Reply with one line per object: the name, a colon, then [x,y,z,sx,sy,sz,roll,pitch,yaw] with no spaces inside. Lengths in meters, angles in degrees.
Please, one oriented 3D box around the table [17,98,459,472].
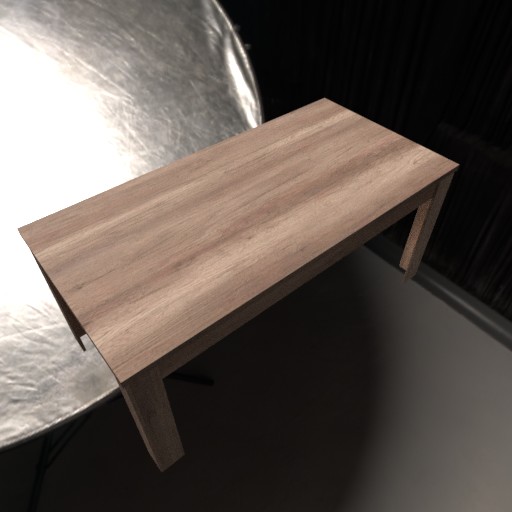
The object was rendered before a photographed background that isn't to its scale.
table: [0.000,0.000,2.255,1.800,0.790,0.900,-31,53,-27]
